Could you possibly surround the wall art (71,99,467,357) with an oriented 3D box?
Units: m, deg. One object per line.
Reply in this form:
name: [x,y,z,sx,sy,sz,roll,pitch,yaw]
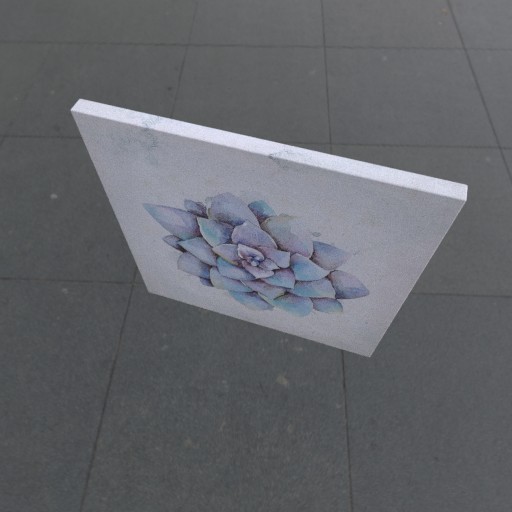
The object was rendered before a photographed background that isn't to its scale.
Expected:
wall art: [0.000,0.000,1.144,0.762,0.762,0.038,15,58,10]
